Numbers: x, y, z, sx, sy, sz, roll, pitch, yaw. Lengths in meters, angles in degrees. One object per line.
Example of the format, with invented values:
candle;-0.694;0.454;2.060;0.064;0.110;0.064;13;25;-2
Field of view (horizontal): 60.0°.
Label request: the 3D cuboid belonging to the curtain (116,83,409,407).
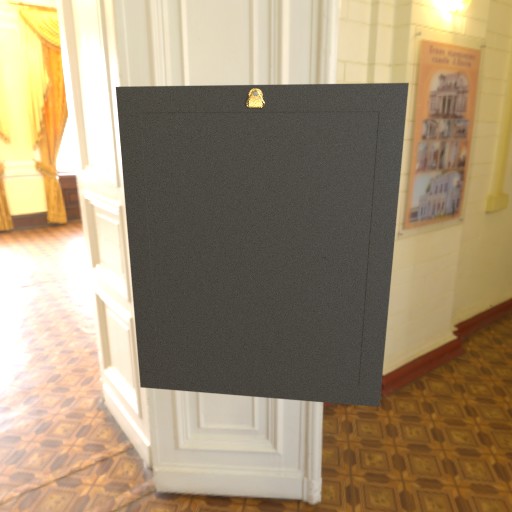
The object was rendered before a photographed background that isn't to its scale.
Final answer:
curtain;0.000;0.000;0.811;0.483;0.585;0.027;2;16;8
